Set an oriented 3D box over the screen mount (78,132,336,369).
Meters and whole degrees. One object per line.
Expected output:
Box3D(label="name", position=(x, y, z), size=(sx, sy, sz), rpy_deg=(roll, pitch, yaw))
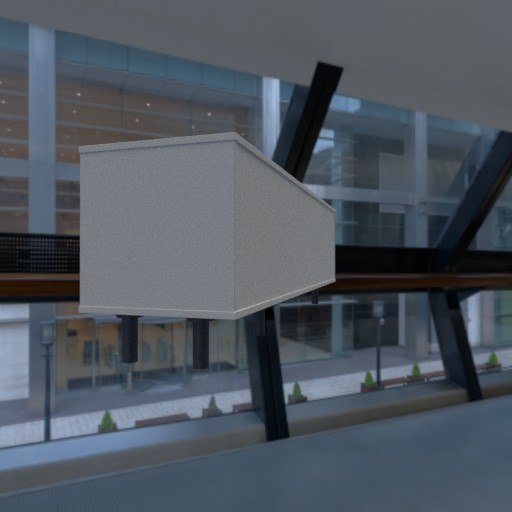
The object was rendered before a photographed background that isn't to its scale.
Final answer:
Box3D(label="screen mount", position=(0.000, 0.000, 1.765), size=(0.418, 0.520, 1.600), rpy_deg=(0, 0, 18))
